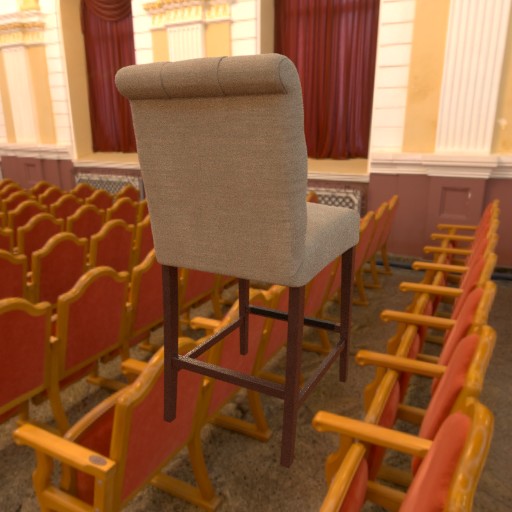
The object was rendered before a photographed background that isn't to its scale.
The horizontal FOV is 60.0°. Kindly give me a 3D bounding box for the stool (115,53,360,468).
[{"bbox_3d":[0.000,0.000,1.405,0.486,1.084,0.660,8,18,27],"label":"stool"}]
